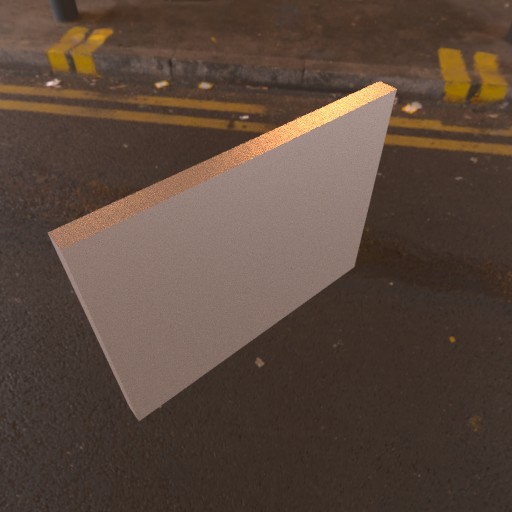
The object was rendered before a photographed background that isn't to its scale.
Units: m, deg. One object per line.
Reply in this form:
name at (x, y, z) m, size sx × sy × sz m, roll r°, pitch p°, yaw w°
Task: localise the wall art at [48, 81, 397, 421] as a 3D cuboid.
wall art at (0.000, 0.000, 1.412) m, size 1.056 × 0.801 × 0.066 m, roll -31°, pitch 54°, yaw -26°
